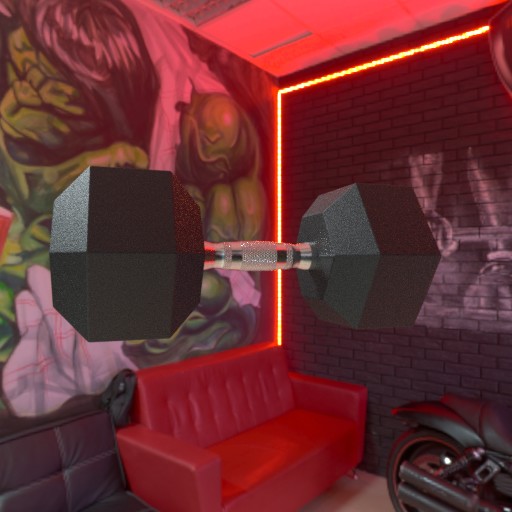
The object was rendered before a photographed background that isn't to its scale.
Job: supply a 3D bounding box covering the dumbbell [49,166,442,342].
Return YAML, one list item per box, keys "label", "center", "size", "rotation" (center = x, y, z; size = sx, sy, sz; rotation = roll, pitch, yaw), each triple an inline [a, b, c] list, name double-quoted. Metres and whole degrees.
- label: "dumbbell"
  center: [0.000, 0.000, 0.329]
  size: [0.271, 0.106, 0.122]
  rotation: [0, -1, -18]
